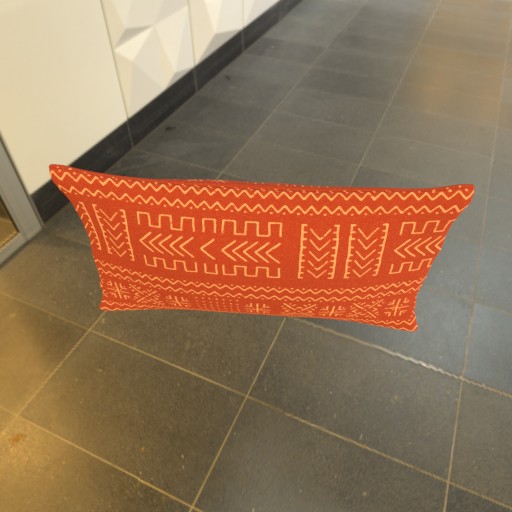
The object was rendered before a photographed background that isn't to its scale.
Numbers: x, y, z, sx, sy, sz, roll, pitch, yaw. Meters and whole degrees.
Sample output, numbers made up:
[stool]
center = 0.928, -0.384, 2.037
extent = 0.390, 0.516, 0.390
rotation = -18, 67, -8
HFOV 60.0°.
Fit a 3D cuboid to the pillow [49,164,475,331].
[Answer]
[pillow]
center = 0.000, 0.000, 0.777
extent = 0.640, 0.352, 0.130
rotation = 3, 46, 3
